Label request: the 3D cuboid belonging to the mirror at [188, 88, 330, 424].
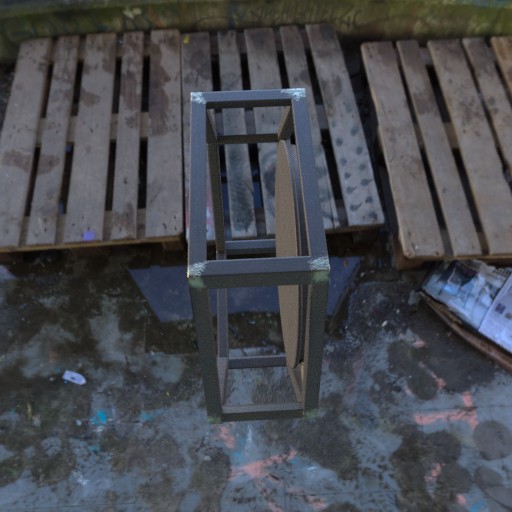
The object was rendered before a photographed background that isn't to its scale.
[{"bbox_3d":[0.000,0.000,0.541,0.119,0.334,0.380,-3,64,-1],"label":"mirror"}]
